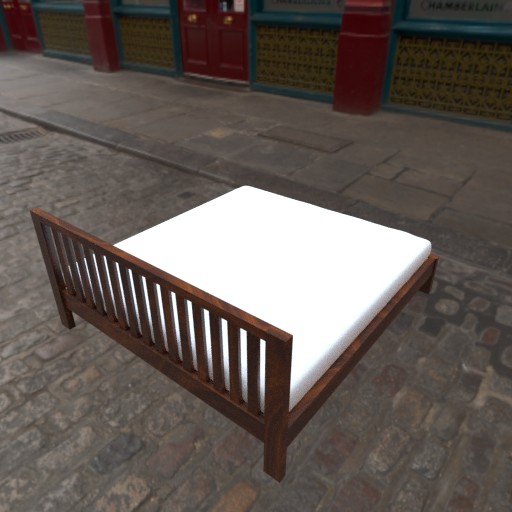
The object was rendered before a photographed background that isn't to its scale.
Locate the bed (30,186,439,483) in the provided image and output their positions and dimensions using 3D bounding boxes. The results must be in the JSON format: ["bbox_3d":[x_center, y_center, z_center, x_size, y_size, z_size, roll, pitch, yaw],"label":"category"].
[{"bbox_3d":[0.000,0.000,3.095,1.905,0.890,2.030,22,37,32],"label":"bed"}]
